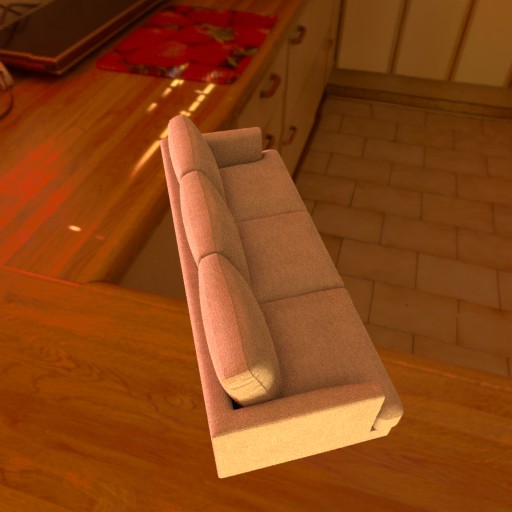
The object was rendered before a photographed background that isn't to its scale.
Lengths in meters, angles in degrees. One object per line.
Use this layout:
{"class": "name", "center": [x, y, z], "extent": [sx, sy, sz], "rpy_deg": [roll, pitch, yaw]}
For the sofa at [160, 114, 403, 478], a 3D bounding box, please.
{"class": "sofa", "center": [0.000, 0.000, 2.702], "extent": [0.903, 0.930, 2.246], "rpy_deg": [-10, 48, -9]}
